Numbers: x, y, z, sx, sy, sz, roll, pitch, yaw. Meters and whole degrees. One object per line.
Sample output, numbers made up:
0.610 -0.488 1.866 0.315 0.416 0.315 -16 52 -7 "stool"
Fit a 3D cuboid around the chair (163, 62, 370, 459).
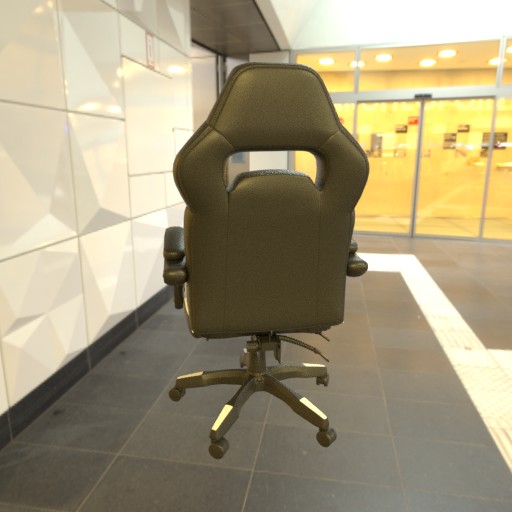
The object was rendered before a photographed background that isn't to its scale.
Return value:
0.000 0.000 1.606 0.676 1.200 0.700 -2 13 -10 "chair"
